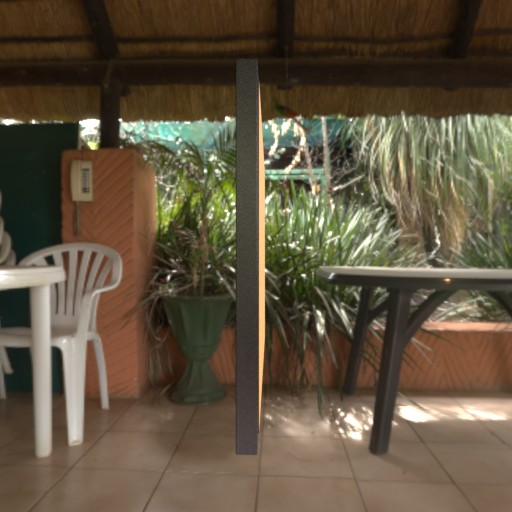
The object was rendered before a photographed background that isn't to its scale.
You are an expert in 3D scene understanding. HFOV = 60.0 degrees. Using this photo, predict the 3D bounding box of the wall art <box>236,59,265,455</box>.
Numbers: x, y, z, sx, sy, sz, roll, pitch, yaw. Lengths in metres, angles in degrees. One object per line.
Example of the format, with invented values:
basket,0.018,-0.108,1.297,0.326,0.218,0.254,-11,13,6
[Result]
wall art,0.000,0.000,0.840,0.027,0.458,0.657,0,0,2
